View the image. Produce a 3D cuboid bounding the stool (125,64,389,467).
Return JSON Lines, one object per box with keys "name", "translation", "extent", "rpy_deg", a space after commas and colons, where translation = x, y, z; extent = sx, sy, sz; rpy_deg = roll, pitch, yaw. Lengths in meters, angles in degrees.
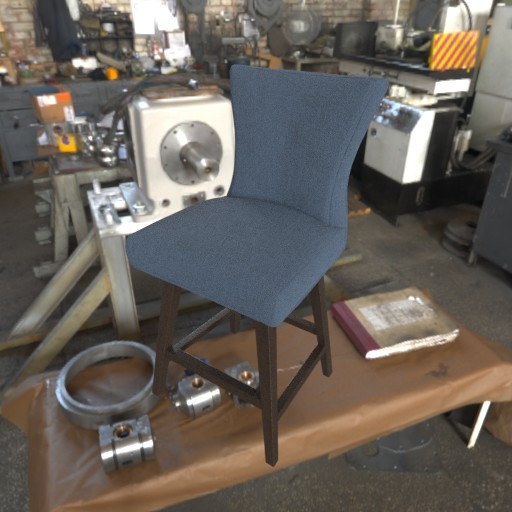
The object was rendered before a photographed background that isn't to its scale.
{"name": "stool", "translation": [0.000, 0.000, 1.345], "extent": [0.514, 1.000, 0.574], "rpy_deg": [19, 35, 29]}
